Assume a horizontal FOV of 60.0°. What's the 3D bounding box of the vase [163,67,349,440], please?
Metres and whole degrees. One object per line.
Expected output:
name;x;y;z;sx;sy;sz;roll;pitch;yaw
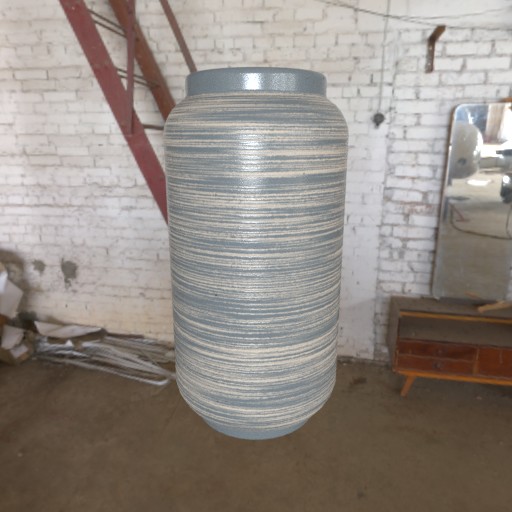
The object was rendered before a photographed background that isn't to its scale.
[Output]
vase;0.000;0.000;0.304;0.116;0.230;0.116;0;15;0
